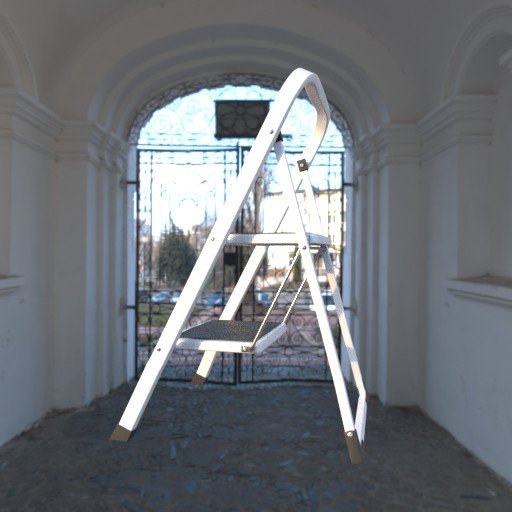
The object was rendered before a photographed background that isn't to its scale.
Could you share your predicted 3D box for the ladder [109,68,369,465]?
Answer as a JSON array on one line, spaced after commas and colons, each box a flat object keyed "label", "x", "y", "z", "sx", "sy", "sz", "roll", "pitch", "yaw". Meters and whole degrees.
[{"label": "ladder", "x": 0.000, "y": 0.000, "z": 1.121, "sx": 0.544, "sy": 0.810, "sz": 0.460, "roll": 0, "pitch": 0, "yaw": 16}]
